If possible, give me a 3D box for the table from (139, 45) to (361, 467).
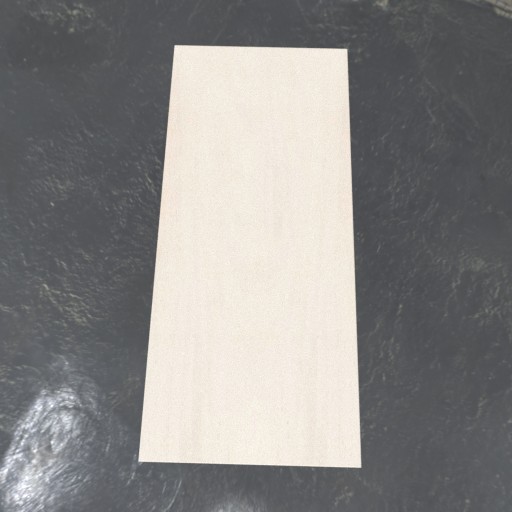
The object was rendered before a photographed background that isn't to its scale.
[{"bbox_3d":[0.000,0.000,1.273,0.457,0.483,1.016,1,75,0],"label":"table"}]
